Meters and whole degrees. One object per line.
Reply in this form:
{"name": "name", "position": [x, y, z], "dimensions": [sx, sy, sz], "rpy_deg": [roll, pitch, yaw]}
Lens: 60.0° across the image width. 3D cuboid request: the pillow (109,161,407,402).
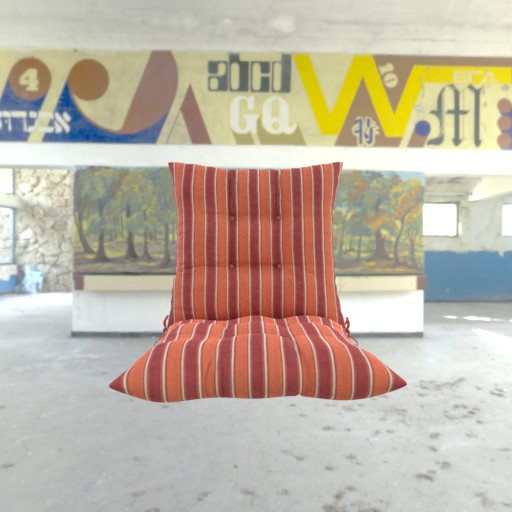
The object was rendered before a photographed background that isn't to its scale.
{"name": "pillow", "position": [0.000, 0.000, 1.030], "dimensions": [0.541, 0.536, 0.585], "rpy_deg": [0, 1, 0]}
